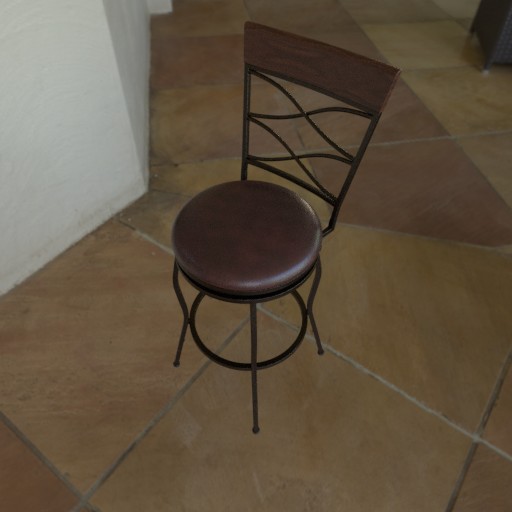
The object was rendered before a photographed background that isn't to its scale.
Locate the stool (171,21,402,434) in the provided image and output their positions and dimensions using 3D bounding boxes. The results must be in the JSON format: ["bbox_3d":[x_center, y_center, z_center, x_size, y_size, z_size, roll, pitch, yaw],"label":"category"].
[{"bbox_3d":[0.000,0.000,1.363,0.448,1.130,0.513,31,55,26],"label":"stool"}]
